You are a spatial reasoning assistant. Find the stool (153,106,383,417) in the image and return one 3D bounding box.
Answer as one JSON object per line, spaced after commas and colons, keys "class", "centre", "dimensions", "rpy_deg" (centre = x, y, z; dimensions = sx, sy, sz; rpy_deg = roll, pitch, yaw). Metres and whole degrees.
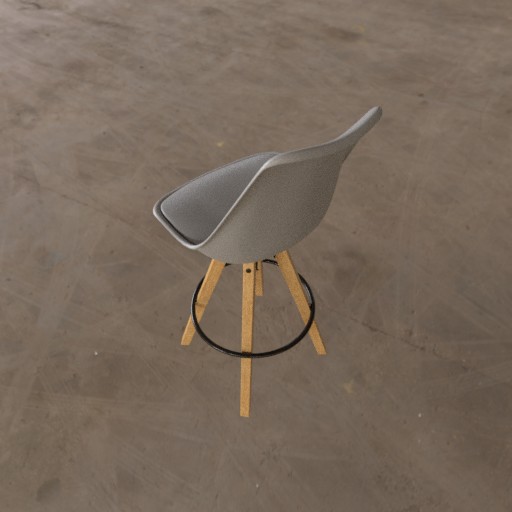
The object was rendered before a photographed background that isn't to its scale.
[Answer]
{"class": "stool", "centre": [0.000, 0.000, 1.393], "dimensions": [0.485, 1.115, 0.550], "rpy_deg": [-31, 54, -26]}
